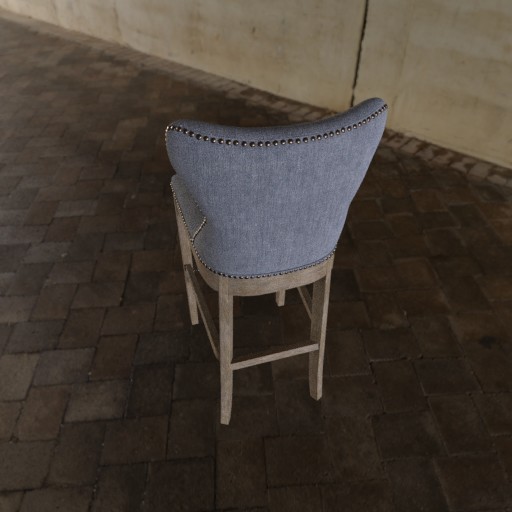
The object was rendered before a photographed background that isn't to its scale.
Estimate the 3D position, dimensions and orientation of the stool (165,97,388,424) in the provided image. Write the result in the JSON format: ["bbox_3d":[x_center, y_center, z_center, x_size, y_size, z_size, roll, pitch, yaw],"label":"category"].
[{"bbox_3d":[0.000,0.000,1.424,0.494,1.123,0.606,-11,41,-12],"label":"stool"}]
